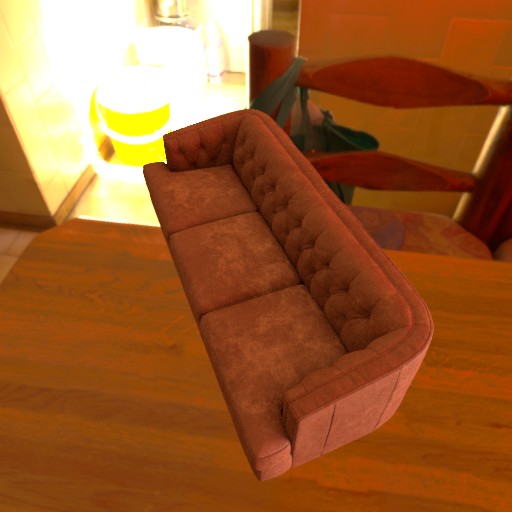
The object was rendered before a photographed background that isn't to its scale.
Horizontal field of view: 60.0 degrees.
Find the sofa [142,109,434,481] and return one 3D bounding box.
[{"bbox_3d":[0.000,0.000,2.656,0.922,0.791,2.257,-16,48,-15],"label":"sofa"}]
